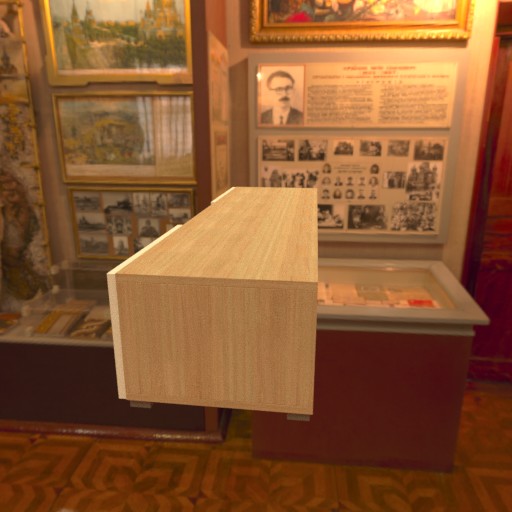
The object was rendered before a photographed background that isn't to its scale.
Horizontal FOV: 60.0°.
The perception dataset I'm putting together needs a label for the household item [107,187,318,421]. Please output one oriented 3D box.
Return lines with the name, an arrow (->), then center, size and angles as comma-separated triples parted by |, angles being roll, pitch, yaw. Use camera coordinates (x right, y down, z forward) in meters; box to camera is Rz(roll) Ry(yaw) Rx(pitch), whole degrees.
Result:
household item -> 0.000, 0.000, 1.570 | 0.420, 0.310, 1.400 | 2, 16, 7
